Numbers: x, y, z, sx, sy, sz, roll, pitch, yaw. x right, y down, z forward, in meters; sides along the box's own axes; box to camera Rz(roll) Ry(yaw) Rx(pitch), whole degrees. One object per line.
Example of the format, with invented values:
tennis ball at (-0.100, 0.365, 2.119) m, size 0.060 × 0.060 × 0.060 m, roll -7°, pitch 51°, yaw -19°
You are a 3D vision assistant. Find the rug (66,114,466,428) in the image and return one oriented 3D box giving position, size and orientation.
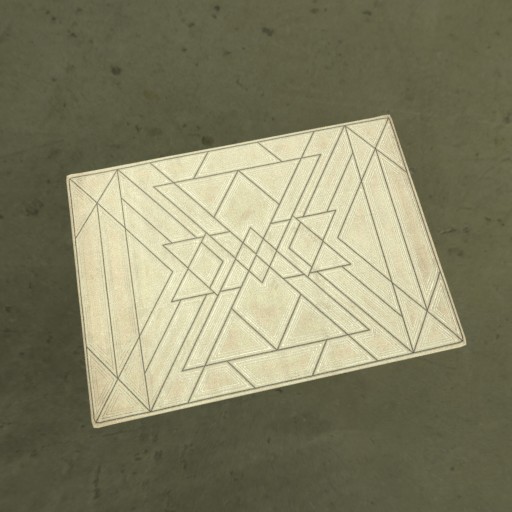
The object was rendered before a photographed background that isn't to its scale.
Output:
rug at (0.000, 0.000, 4.218) m, size 3.381 × 0.026 × 2.436 m, roll -12°, pitch 75°, yaw -3°
